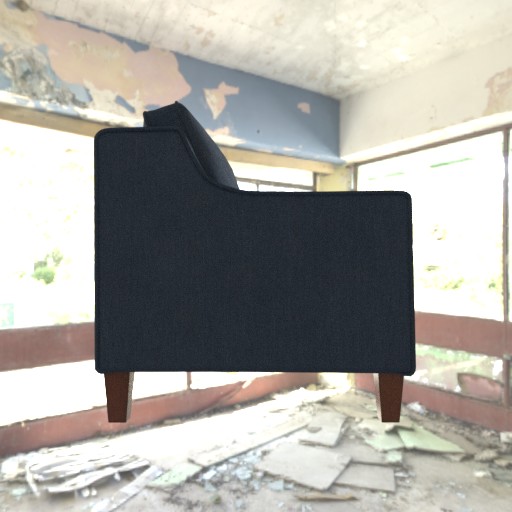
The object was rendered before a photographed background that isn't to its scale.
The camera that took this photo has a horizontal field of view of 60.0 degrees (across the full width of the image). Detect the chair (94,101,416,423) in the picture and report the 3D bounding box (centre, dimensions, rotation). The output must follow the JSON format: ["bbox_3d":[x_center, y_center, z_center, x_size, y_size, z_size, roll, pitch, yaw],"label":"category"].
[{"bbox_3d":[0.000,0.000,1.642,0.909,0.960,0.831,0,-1,0],"label":"chair"}]
